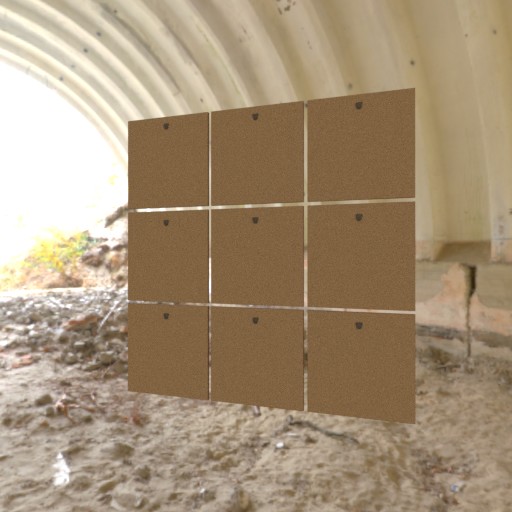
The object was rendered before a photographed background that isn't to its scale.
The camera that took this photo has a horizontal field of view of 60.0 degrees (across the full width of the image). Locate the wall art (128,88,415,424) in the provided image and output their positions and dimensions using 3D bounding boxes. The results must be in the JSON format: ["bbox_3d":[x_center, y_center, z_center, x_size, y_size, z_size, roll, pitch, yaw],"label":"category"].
[{"bbox_3d":[0.000,0.000,1.805,1.221,1.218,0.019,0,0,19],"label":"wall art"}]
